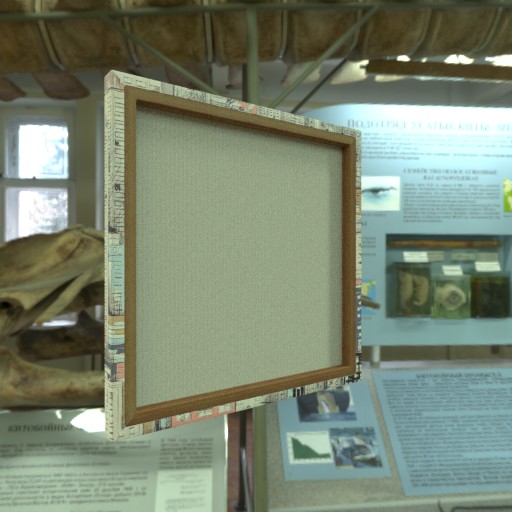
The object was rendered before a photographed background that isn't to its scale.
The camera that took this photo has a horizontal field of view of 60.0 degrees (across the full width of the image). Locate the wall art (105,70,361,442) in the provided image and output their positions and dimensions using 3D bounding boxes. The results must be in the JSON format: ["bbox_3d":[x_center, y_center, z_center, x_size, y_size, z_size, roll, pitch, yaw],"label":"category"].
[{"bbox_3d":[0.000,0.000,1.143,0.761,0.762,0.048,0,0,-36],"label":"wall art"}]
